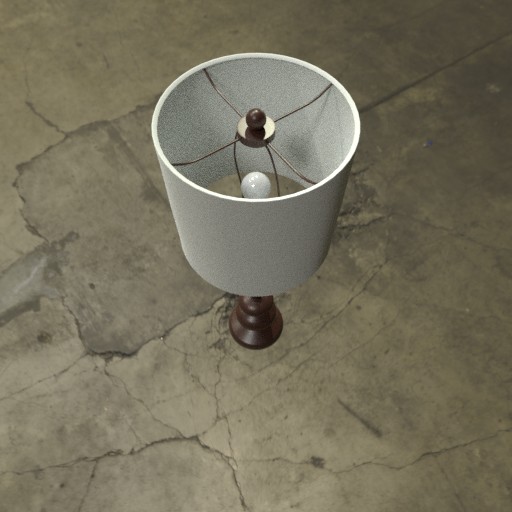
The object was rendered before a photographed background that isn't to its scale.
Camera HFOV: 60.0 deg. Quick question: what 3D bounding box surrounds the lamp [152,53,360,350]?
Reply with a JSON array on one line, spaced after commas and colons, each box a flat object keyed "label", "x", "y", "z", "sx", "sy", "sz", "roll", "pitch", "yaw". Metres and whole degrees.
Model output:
[{"label": "lamp", "x": 0.000, "y": 0.000, "z": 0.828, "sx": 0.254, "sy": 0.690, "sz": 0.254, "roll": -31, "pitch": 65, "yaw": -17}]
